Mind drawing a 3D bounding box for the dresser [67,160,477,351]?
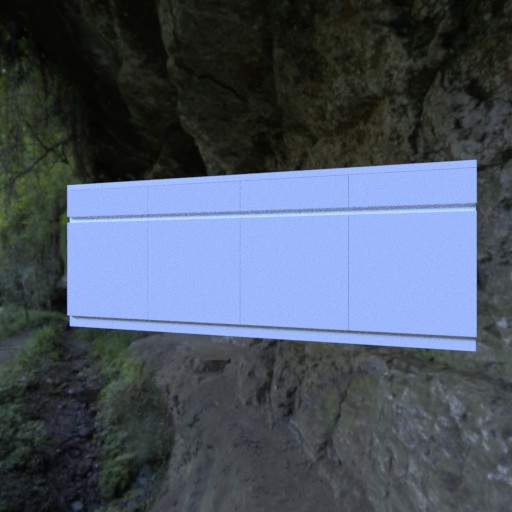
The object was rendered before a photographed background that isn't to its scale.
[{"bbox_3d":[0.000,0.000,2.521,2.200,0.840,0.500,0,0,19],"label":"dresser"}]
